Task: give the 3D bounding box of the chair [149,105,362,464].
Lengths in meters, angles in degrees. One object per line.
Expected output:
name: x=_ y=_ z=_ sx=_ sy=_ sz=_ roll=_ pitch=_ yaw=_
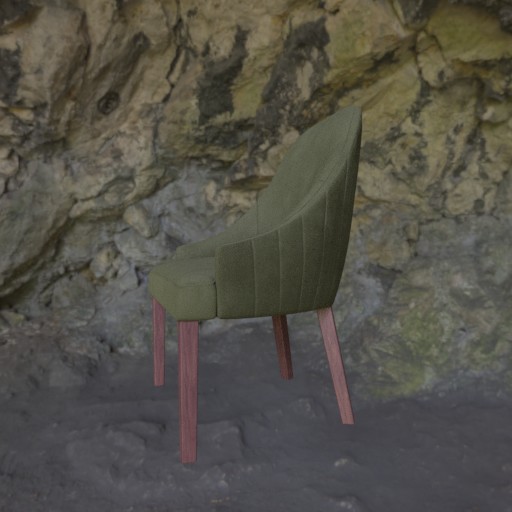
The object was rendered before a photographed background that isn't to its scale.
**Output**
chair: x=0.000 y=0.000 z=1.323 sx=0.575 sy=0.889 sz=0.643 roll=0 pitch=1 yaw=-19
